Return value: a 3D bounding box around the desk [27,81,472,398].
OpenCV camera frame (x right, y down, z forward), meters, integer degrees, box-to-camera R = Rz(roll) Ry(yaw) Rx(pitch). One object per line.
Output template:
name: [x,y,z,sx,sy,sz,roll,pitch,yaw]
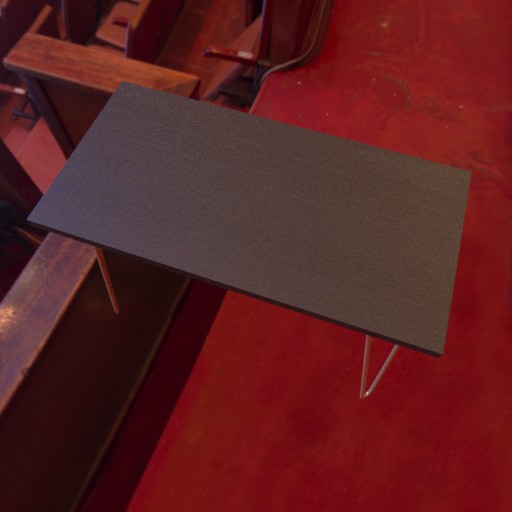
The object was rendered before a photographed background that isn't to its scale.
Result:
desk: [0.000,0.000,1.389,0.991,0.660,0.499,17,64,9]
